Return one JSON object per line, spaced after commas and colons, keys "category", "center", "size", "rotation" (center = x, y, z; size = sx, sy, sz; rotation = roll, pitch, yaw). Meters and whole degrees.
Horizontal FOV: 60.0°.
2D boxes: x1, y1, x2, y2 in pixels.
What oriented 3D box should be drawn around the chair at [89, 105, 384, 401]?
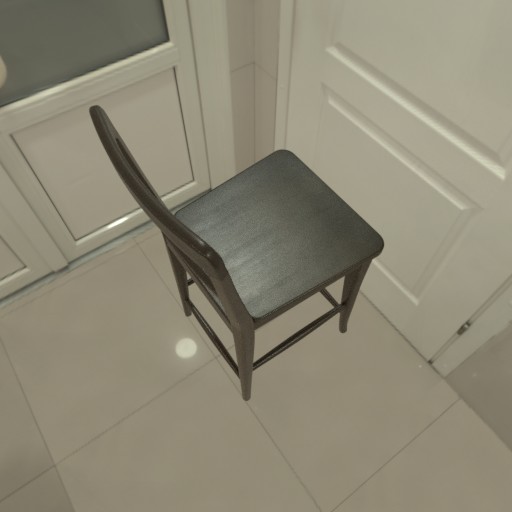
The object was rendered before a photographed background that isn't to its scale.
{"category": "chair", "center": [0.000, 0.000, 1.249], "size": [0.546, 0.991, 0.450], "rotation": [-31, 63, -18]}
